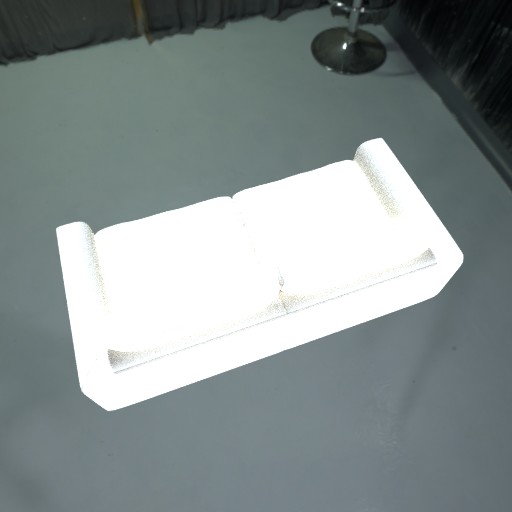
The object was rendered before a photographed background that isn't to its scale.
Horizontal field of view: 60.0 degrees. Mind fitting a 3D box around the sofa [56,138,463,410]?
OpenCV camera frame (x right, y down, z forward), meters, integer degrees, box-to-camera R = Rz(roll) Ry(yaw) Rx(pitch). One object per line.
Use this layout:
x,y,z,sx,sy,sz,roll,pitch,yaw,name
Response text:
0.000,0.000,2.774,2.262,0.801,1.070,-17,61,-10,sofa
